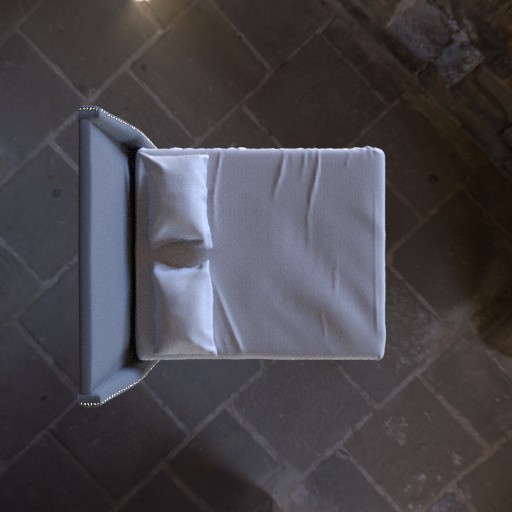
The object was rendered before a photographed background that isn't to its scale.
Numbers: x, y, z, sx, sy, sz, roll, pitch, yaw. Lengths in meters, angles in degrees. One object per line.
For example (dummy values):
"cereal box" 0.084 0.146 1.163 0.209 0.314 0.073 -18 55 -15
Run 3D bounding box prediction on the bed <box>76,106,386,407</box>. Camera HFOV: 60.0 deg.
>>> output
"bed" 0.000 0.000 3.437 2.276 1.332 1.925 0 91 0
